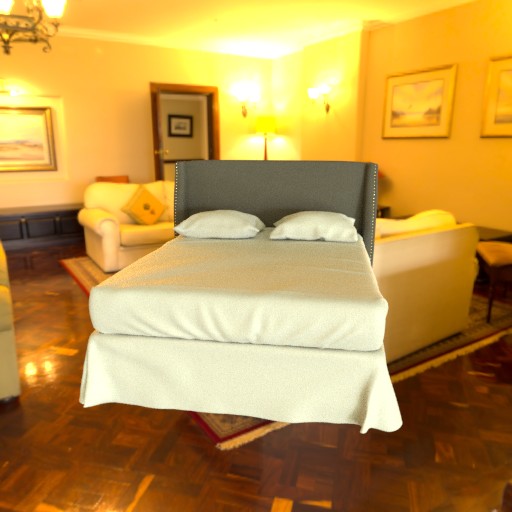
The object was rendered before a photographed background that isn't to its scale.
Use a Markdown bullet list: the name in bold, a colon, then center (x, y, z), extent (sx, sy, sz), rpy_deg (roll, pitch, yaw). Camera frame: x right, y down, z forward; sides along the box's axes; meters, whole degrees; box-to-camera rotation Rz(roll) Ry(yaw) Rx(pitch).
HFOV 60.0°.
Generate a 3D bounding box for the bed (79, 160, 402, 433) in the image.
- **bed**: center (0.000, 0.000, 3.330), extent (1.925, 1.332, 2.276), rpy_deg (2, 14, 9)
